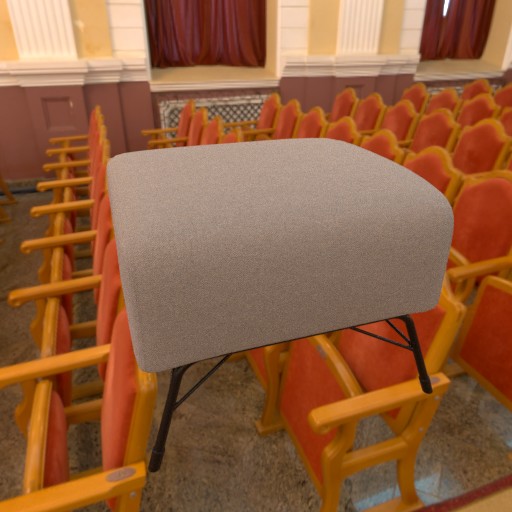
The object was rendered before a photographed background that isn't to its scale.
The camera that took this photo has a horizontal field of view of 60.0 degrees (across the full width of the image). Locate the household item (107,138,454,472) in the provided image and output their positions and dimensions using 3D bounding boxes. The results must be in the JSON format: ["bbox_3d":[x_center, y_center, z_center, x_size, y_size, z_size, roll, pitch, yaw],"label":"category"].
[{"bbox_3d":[0.000,0.000,0.889,0.530,0.410,0.530,-9,28,-17],"label":"household item"}]
